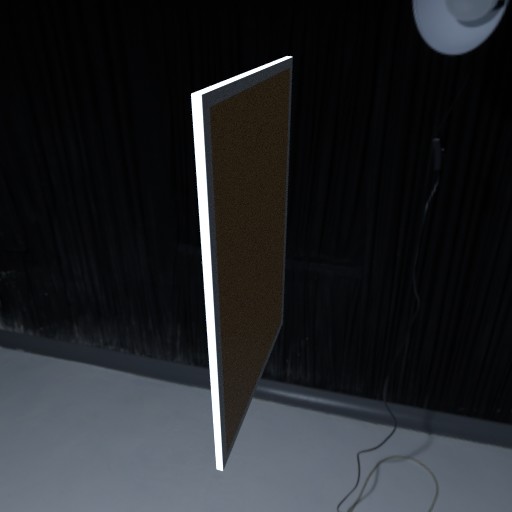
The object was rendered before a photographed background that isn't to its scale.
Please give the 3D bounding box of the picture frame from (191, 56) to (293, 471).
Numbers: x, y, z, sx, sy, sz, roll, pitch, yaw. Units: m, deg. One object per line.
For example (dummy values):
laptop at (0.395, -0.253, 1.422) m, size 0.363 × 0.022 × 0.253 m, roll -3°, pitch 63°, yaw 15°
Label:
picture frame at (0.000, 0.000, 0.845) m, size 0.013 × 0.657 × 0.457 m, roll 8°, pitch 30°, yaw 15°
